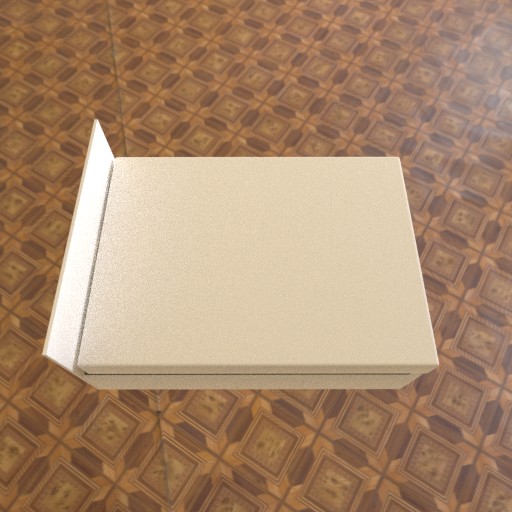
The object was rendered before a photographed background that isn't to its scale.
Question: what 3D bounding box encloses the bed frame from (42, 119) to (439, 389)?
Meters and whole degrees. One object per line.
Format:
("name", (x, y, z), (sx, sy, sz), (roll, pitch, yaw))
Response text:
("bed frame", (0.000, 0.000, 2.643), (1.900, 0.800, 1.400), (0, 63, 0))
